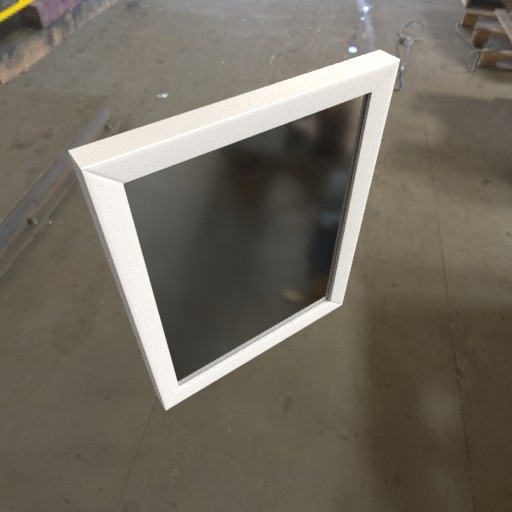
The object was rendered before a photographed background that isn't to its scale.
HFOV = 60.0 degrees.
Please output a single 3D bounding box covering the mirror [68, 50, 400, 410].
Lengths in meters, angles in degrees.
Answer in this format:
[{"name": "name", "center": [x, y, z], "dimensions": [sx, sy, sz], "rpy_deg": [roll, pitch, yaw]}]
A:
[{"name": "mirror", "center": [0.000, 0.000, 0.669], "dimensions": [0.405, 0.508, 0.041], "rpy_deg": [-26, 52, -22]}]
